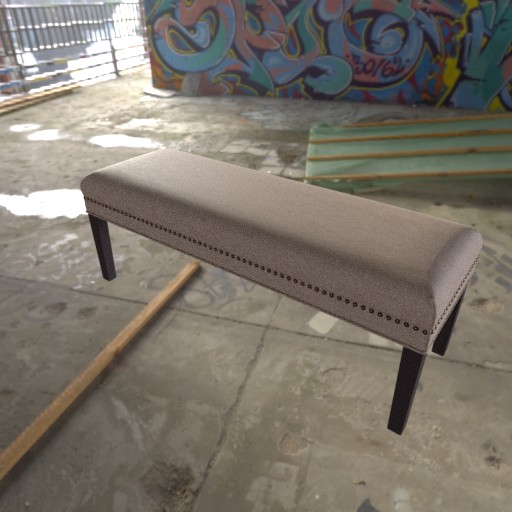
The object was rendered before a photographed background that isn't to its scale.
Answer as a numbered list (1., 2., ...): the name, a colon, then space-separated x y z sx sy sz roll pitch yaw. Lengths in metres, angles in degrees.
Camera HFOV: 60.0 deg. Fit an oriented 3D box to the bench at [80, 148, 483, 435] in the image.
1. bench: 0.000 0.000 1.442 1.219 0.457 0.410 21 37 31
